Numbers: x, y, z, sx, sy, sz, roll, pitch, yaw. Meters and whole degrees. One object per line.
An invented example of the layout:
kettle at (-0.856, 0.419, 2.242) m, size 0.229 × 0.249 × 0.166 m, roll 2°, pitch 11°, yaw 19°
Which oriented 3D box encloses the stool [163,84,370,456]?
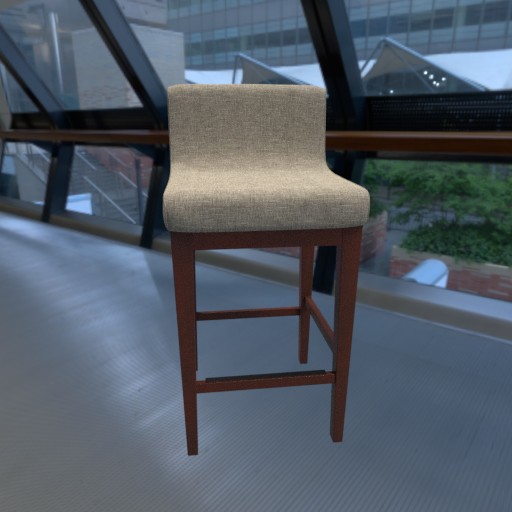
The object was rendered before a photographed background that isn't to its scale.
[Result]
stool at (0.000, 0.000, 1.121) m, size 0.417 × 0.835 × 0.459 m, roll -2°, pitch 18°, yaw -7°
